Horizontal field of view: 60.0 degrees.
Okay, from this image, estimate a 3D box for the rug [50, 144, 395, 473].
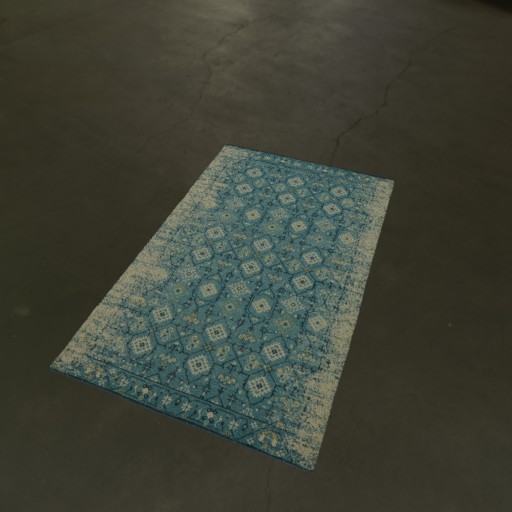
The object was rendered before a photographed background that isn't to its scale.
[{"bbox_3d":[0.000,0.000,3.052,1.530,0.015,2.449,16,48,14],"label":"rug"}]
